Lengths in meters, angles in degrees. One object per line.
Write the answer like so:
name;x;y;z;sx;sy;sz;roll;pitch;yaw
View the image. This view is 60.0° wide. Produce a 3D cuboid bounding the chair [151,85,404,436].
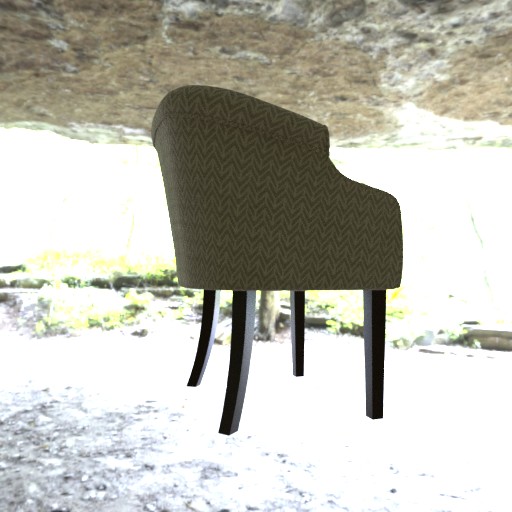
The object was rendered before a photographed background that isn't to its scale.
chair;0.000;0.000;1.330;0.613;0.858;0.686;1;-2;-18
